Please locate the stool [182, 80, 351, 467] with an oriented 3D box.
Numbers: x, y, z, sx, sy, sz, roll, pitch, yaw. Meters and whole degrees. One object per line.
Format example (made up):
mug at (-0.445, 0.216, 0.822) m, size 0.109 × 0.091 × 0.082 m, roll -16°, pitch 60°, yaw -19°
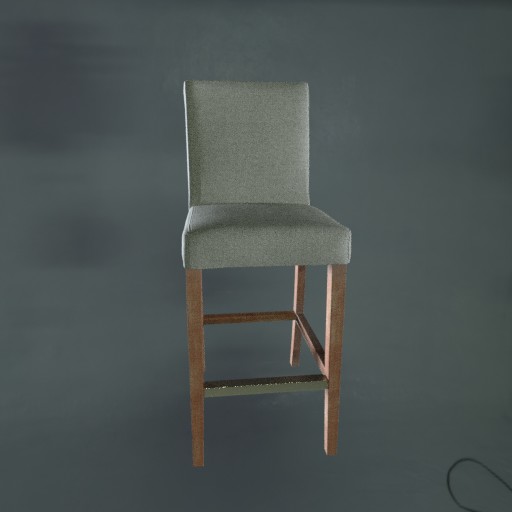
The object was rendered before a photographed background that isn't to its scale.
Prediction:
stool at (0.000, 0.000, 1.405) m, size 0.439 × 1.088 × 0.570 m, roll -2°, pitch 16°, yaw -6°
